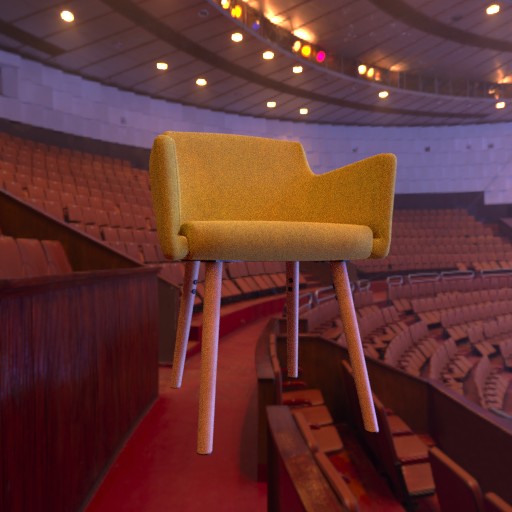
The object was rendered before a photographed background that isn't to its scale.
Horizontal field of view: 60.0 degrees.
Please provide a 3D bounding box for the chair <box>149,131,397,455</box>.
[{"bbox_3d":[0.000,0.000,1.193,0.570,0.780,0.570,0,0,-17],"label":"chair"}]
